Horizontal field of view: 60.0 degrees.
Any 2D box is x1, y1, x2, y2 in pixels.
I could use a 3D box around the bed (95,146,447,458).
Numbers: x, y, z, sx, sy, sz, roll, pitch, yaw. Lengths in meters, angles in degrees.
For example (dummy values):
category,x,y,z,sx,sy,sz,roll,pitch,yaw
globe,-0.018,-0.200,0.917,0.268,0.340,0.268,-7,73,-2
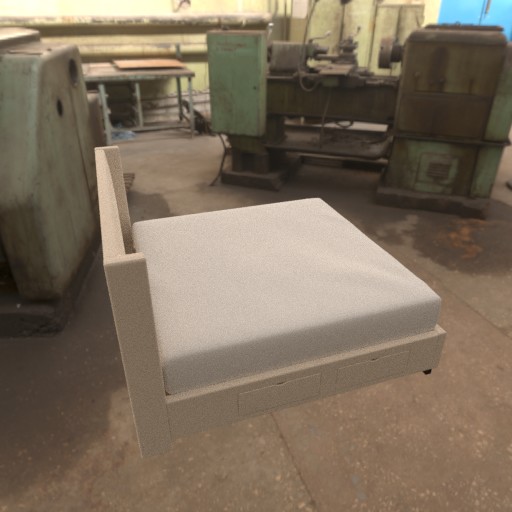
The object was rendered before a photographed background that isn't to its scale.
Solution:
category,x,y,z,sx,sy,sz,roll,pitch,yaw
bed,0.000,0.000,3.698,2.293,1.471,2.145,-10,31,-16
